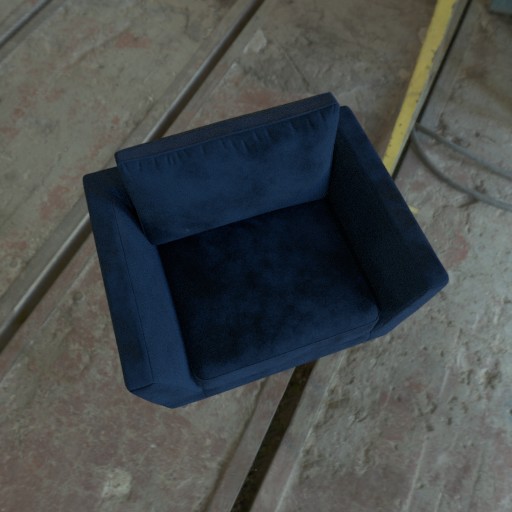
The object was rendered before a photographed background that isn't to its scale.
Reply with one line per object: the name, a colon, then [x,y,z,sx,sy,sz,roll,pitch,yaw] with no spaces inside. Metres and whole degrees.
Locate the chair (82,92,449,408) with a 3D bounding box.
chair: [0.000,0.000,1.580,0.977,0.893,0.746,-17,65,-8]
